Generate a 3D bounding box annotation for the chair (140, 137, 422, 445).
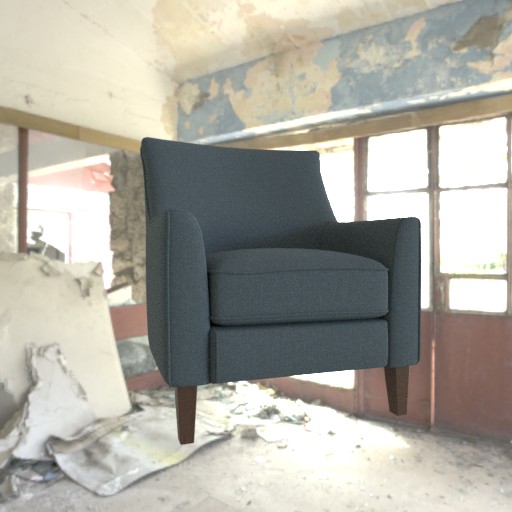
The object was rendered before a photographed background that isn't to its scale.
[{"bbox_3d":[0.000,0.000,1.560,0.756,0.916,0.879,0,0,-18],"label":"chair"}]
